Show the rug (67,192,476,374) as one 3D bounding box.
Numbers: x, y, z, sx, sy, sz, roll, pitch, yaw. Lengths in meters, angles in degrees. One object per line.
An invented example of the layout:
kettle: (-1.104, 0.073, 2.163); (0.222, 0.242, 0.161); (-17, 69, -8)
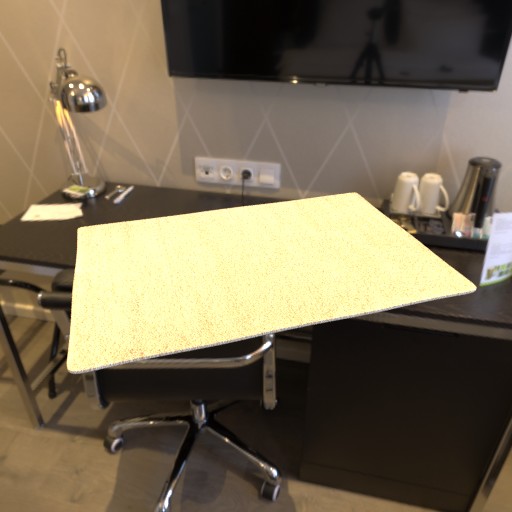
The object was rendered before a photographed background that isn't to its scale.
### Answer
rug: (0.000, 0.000, 3.470); (2.698, 0.025, 1.798); (-9, 32, -15)
